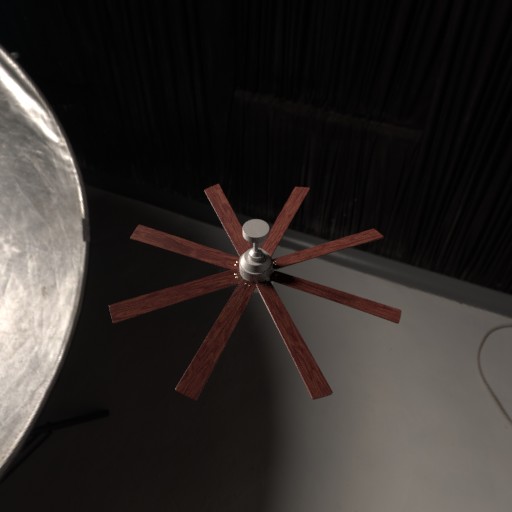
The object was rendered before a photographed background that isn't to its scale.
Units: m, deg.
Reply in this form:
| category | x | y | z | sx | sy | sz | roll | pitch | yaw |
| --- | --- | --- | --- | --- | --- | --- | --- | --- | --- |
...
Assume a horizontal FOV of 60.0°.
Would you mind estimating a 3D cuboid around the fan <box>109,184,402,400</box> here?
| category | x | y | z | sx | sy | sz | roll | pitch | yaw |
| --- | --- | --- | --- | --- | --- | --- | --- | --- | --- |
| fan | 0.000 | 0.000 | 2.727 | 1.830 | 0.472 | 1.830 | 17 | 49 | 15 |
